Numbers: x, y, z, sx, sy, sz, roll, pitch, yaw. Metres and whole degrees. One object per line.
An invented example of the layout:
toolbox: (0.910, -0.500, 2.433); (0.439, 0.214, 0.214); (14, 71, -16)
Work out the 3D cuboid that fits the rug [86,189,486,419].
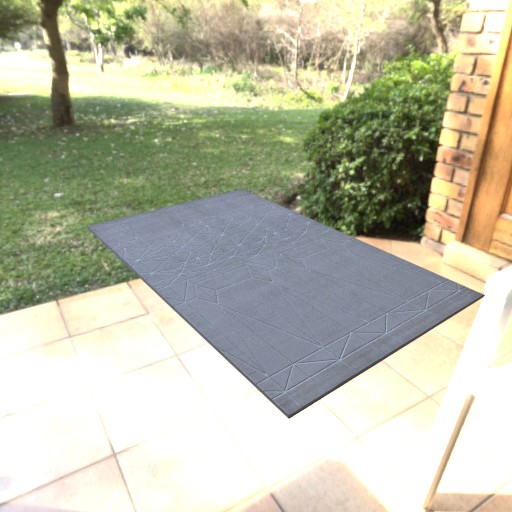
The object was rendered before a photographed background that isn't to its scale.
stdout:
rug: (0.000, 0.000, 3.049); (1.524, 0.012, 2.438); (-19, 33, -33)
